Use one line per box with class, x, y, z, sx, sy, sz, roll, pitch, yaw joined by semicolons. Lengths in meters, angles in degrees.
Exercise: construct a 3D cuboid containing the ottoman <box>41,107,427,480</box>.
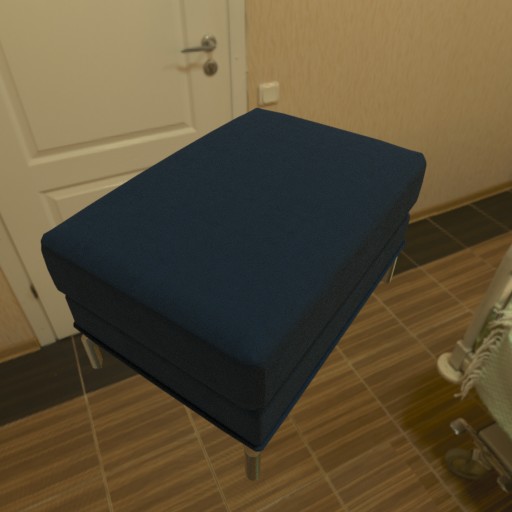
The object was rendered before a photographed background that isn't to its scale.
ottoman;0.000;0.000;1.199;0.587;0.498;0.835;24;46;26
